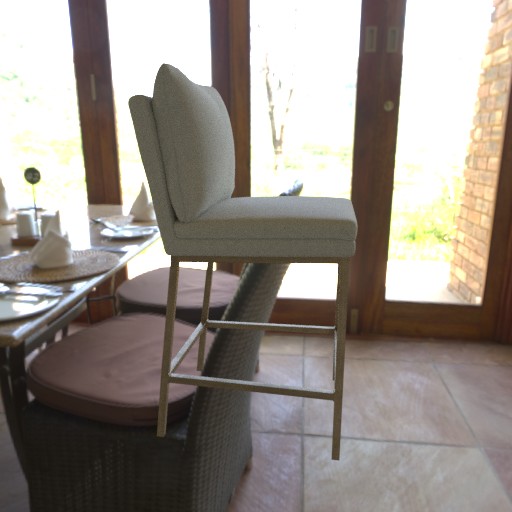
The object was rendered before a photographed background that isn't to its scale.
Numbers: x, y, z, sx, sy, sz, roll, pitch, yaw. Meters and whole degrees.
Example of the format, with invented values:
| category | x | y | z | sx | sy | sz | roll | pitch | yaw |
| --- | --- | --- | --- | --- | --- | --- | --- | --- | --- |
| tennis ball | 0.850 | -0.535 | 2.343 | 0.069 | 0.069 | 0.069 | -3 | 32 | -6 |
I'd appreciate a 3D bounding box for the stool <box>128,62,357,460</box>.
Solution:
| category | x | y | z | sx | sy | sz | roll | pitch | yaw |
| --- | --- | --- | --- | --- | --- | --- | --- | --- | --- |
| stool | 0.000 | 0.000 | 1.345 | 0.572 | 1.032 | 0.463 | 2 | 14 | 9 |
